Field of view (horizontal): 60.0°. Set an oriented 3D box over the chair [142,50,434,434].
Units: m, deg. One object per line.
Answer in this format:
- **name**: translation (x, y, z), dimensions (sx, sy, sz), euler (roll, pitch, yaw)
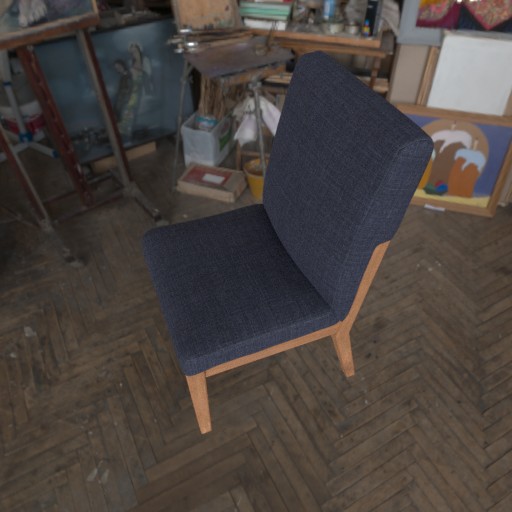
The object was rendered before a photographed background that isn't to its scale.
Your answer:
- **chair**: translation (0.000, 0.000, 1.262), dimensions (0.586, 0.911, 0.507), euler (-16, 48, -15)
